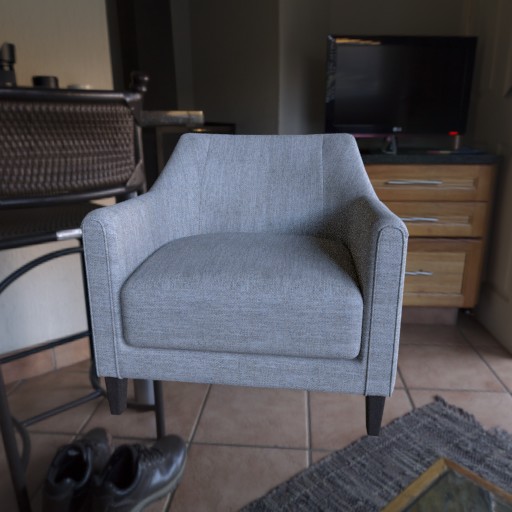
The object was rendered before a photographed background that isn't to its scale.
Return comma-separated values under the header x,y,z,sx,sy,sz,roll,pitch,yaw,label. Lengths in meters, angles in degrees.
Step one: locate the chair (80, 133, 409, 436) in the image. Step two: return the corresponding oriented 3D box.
x,y,z,sx,sy,sz,roll,pitch,yaw,label
0.000,0.000,1.429,0.796,0.761,0.758,2,16,7,chair
